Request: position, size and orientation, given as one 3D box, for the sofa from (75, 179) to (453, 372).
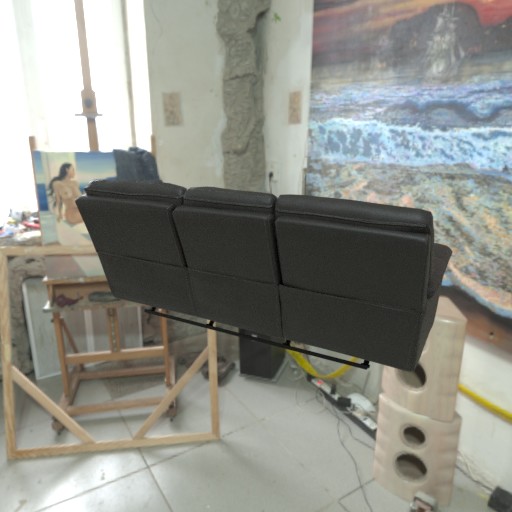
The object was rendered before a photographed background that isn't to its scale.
[{"bbox_3d":[0.000,0.000,3.327,2.627,1.134,1.104,9,19,27],"label":"sofa"}]
